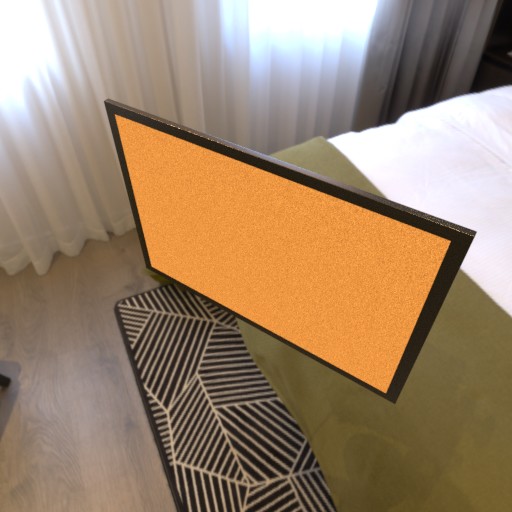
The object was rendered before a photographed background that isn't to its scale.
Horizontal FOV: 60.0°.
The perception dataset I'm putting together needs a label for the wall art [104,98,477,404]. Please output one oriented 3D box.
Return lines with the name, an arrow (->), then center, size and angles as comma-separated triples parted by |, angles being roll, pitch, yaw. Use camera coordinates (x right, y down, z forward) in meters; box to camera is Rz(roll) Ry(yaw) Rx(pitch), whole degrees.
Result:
wall art -> 0.000, 0.000, 1.042 | 0.819, 0.552, 0.015 | 25, 50, 23
